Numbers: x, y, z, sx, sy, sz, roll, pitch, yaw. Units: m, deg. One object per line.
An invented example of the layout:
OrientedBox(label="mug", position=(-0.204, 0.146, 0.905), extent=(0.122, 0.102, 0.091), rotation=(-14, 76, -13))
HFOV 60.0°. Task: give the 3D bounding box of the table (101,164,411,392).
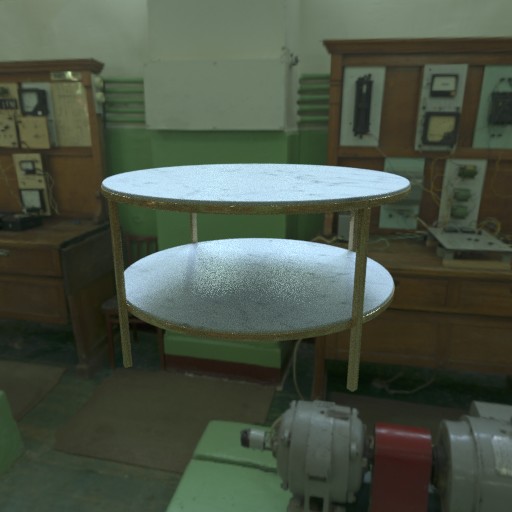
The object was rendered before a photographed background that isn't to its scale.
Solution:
OrientedBox(label="table", position=(0.000, 0.000, 1.268), extent=(0.800, 0.450, 0.800), rotation=(0, 17, 0))
